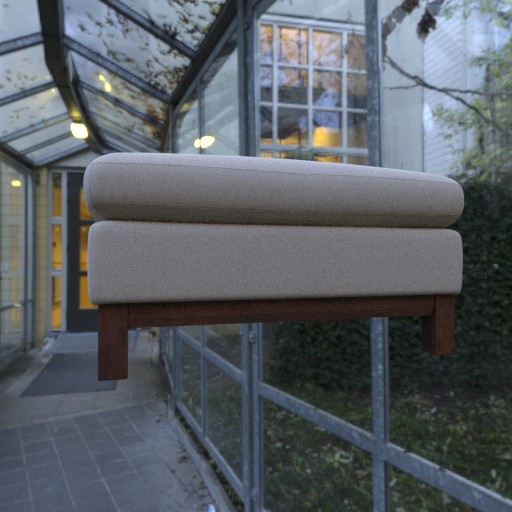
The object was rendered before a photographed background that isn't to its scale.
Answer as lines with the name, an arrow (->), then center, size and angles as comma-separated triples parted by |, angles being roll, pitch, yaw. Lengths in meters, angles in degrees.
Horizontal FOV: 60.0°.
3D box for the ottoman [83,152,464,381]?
ottoman -> 0.000, 0.000, 1.097 | 0.771, 0.420, 0.606 | 0, -1, -17
